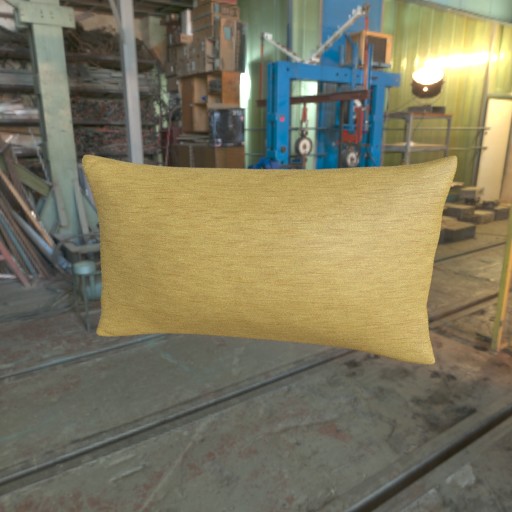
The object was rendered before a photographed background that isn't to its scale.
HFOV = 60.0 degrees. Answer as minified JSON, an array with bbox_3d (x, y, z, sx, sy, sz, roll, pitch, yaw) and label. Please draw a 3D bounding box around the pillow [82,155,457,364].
[{"bbox_3d":[0.000,0.000,0.786,0.634,0.354,0.210,3,16,10],"label":"pillow"}]
